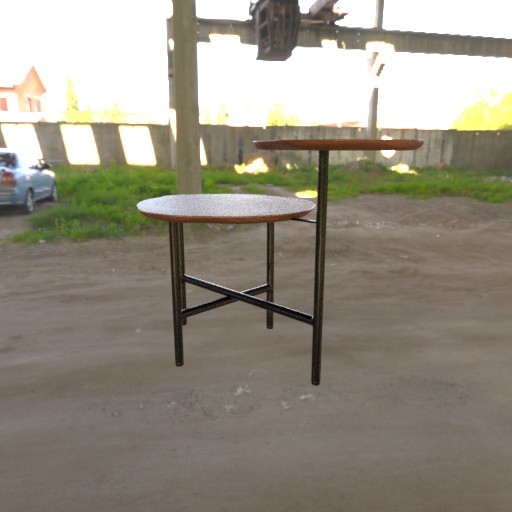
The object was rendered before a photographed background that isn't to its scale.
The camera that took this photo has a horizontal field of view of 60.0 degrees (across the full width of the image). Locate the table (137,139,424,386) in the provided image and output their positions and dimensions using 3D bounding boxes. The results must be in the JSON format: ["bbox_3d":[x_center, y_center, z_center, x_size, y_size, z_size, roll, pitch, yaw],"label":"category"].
[{"bbox_3d":[0.000,0.000,1.076,0.442,0.538,0.759,-13,19,-43],"label":"table"}]
